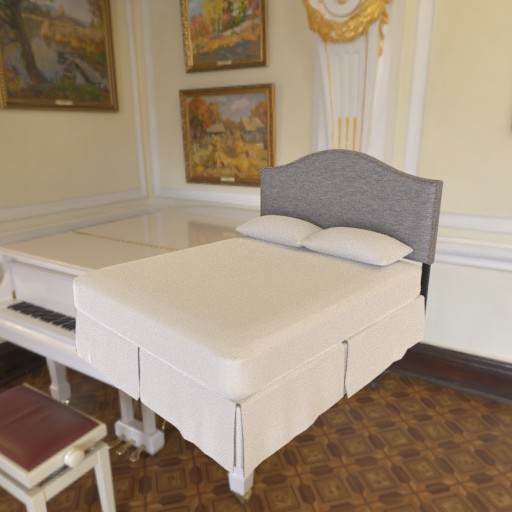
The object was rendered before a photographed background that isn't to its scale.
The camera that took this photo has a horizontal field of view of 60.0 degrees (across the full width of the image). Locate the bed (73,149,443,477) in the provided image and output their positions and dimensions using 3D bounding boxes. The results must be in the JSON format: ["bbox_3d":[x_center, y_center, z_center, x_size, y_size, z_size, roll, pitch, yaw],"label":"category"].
[{"bbox_3d":[0.000,0.000,2.869,1.610,1.295,1.870,15,21,42],"label":"bed"}]
